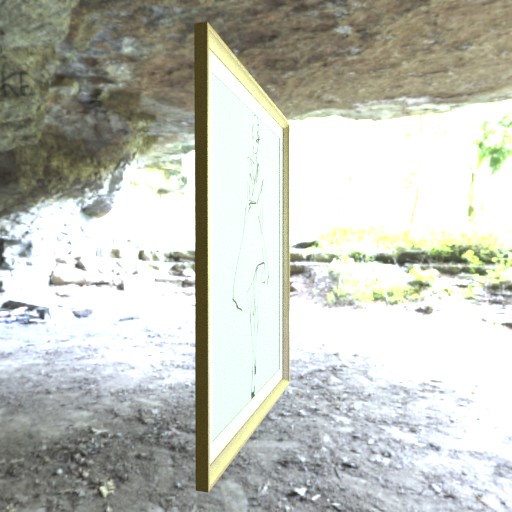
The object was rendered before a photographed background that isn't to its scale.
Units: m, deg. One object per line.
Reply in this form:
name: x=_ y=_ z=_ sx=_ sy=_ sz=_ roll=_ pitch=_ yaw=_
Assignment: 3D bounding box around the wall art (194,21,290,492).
wall art: x=0.000 y=0.000 z=1.328 sx=0.030 sy=1.002 sz=0.798 roll=0 pitch=1 yaw=17
